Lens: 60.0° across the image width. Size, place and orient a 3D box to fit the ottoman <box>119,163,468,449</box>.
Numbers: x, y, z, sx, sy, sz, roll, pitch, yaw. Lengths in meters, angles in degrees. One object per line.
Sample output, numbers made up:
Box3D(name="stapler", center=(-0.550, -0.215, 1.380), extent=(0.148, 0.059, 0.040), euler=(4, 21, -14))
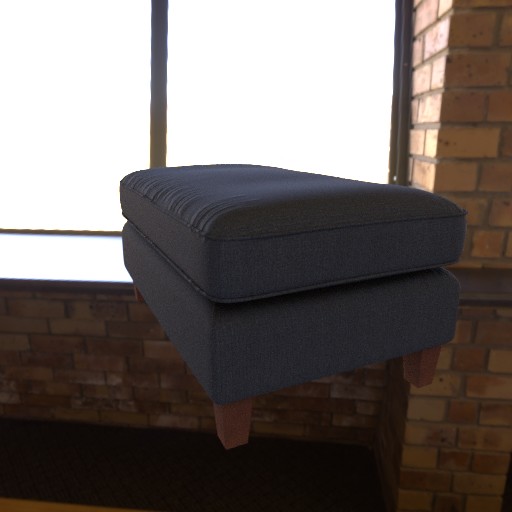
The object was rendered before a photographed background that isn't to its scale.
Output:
Box3D(name="ottoman", center=(0.000, 0.000, 1.164), extent=(0.570, 0.438, 0.885), euler=(-7, 18, -25))
